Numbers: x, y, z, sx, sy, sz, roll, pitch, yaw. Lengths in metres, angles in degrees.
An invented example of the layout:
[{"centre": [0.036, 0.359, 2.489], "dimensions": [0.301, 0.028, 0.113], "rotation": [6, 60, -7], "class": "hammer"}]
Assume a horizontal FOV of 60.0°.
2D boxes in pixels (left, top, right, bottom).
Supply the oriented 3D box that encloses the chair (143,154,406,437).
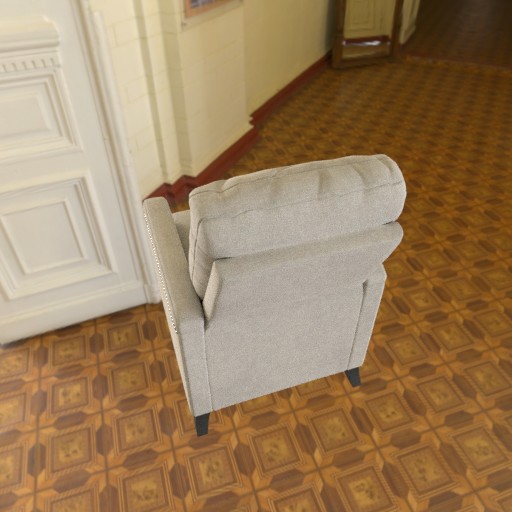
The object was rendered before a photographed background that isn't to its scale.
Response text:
[{"centre": [0.000, 0.000, 1.635], "dimensions": [0.710, 1.049, 0.922], "rotation": [-13, 42, -14], "class": "chair"}]
